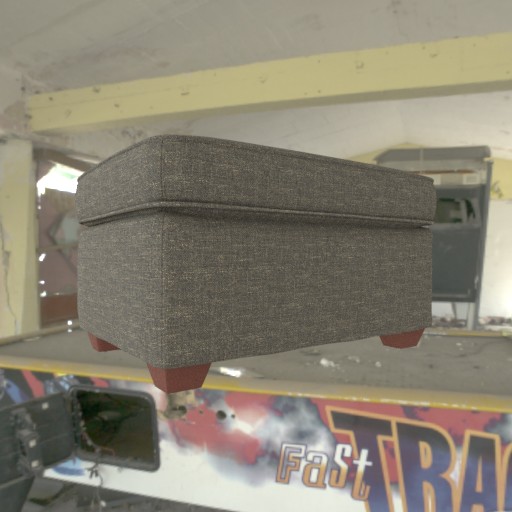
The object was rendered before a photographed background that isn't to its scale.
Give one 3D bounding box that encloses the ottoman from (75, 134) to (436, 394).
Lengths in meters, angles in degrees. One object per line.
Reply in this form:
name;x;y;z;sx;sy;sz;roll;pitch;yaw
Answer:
ottoman;0.000;0.000;1.082;0.749;0.450;0.549;0;0;-35
